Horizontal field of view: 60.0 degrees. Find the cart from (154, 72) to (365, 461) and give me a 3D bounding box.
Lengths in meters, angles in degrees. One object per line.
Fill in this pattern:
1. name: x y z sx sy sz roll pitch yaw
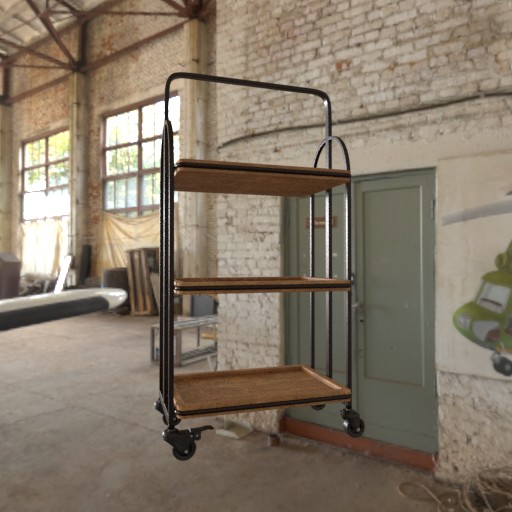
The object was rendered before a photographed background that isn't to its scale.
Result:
1. cart: 0.000 0.000 1.270 0.553 1.001 0.327 0 -1 -18
